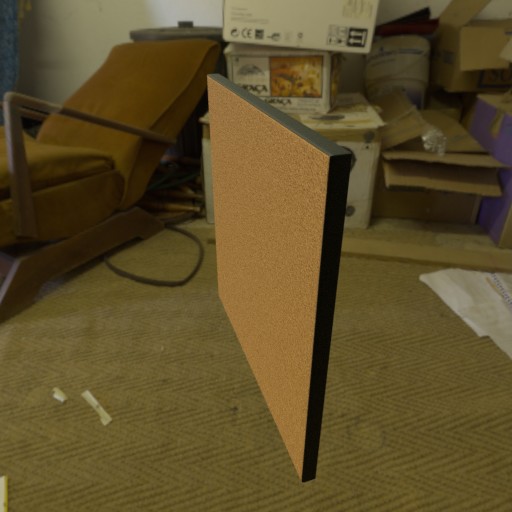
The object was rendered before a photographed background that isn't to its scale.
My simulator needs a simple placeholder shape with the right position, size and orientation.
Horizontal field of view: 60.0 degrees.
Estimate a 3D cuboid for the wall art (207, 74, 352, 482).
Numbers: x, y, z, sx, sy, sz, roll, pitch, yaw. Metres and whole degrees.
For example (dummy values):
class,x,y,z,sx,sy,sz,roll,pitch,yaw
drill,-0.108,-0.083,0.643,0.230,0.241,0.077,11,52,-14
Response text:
class,x,y,z,sx,sy,sz,roll,pitch,yaw
wall art,0.000,0.000,0.671,0.022,0.453,0.456,-10,32,-16
